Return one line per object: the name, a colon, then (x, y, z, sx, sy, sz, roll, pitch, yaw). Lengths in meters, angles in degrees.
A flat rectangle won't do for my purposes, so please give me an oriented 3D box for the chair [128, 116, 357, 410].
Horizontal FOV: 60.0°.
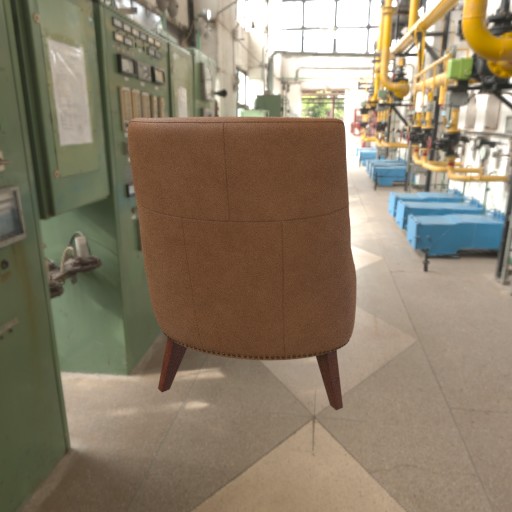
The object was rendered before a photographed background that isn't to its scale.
chair: (0.000, 0.000, 1.539, 0.701, 0.909, 0.861, 3, 17, 9)
